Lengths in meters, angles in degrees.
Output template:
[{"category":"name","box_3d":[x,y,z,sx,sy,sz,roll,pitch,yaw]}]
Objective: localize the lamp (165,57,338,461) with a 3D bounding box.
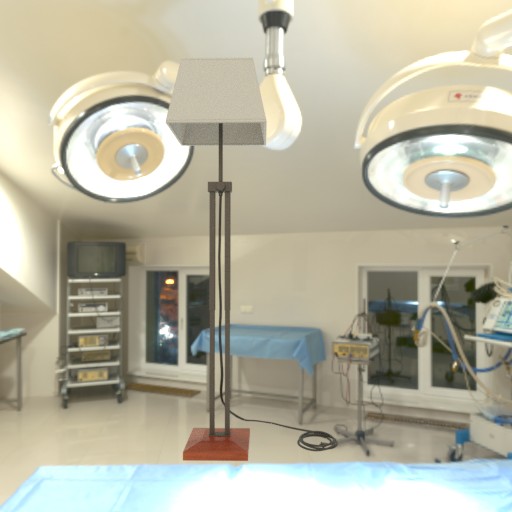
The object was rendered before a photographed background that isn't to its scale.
[{"category":"lamp","box_3d":[0.000,0.000,2.050,0.745,1.712,0.472,0,-1,1]}]
